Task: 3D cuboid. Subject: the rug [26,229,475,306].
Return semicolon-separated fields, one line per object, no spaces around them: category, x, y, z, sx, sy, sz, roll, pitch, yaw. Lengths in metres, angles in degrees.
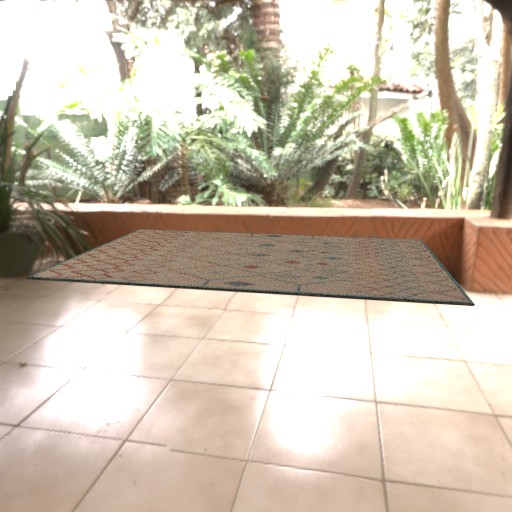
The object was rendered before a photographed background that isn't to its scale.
rug;0.000;0.000;3.081;2.438;0.015;1.524;3;14;10
